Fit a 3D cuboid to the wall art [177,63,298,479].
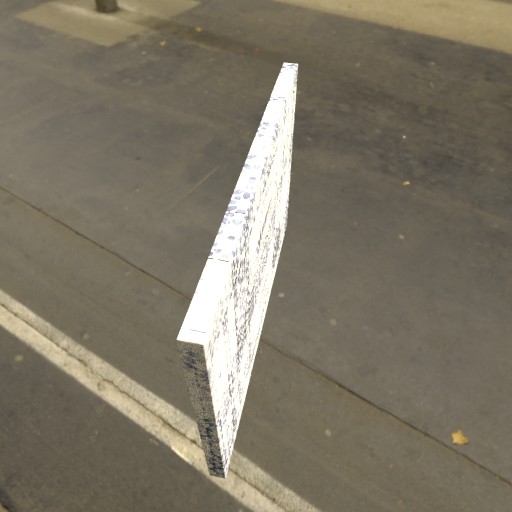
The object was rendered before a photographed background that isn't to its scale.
[{"bbox_3d":[0.000,0.000,0.764,0.030,0.406,0.608,9,48,8],"label":"wall art"}]
